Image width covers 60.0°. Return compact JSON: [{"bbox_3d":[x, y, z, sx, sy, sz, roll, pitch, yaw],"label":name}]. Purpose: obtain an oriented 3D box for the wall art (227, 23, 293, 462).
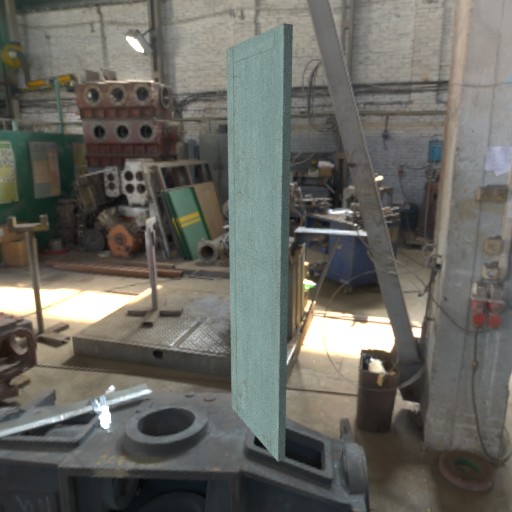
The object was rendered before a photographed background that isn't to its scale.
[{"bbox_3d":[0.000,0.000,1.350,0.025,1.219,0.329,-7,16,-28],"label":"wall art"}]
